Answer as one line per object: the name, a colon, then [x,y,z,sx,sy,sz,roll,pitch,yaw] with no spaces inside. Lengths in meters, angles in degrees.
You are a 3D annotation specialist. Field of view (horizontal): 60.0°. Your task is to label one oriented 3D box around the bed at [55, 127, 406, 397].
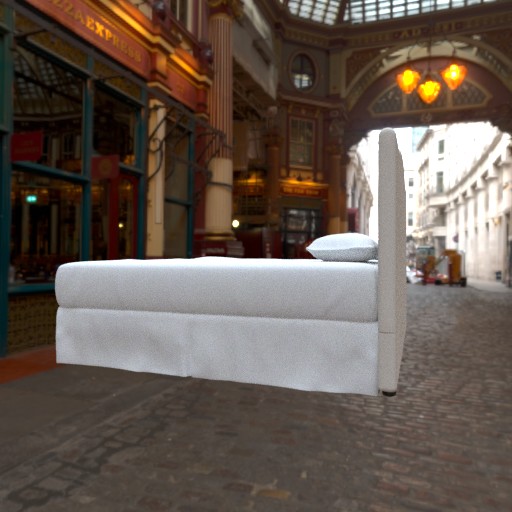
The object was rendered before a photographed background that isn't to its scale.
bed: [0.000,0.000,3.440,2.182,1.421,2.083,0,0,20]
